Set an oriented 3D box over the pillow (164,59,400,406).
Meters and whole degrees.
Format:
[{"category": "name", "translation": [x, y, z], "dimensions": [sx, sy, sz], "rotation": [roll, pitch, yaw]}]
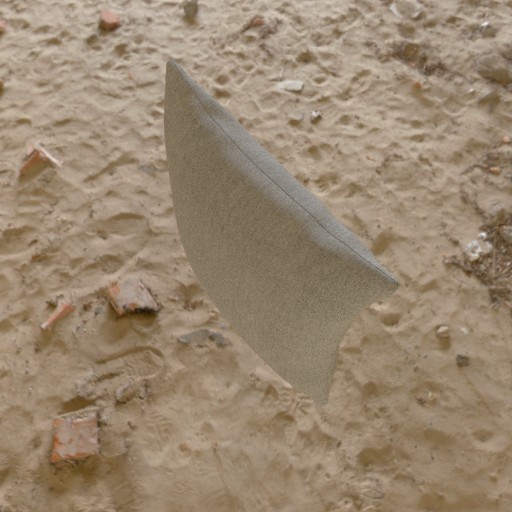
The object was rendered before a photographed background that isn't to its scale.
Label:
[{"category": "pillow", "translation": [0.000, 0.000, 0.693], "dimensions": [0.173, 0.436, 0.433], "rotation": [-32, 63, -18]}]
